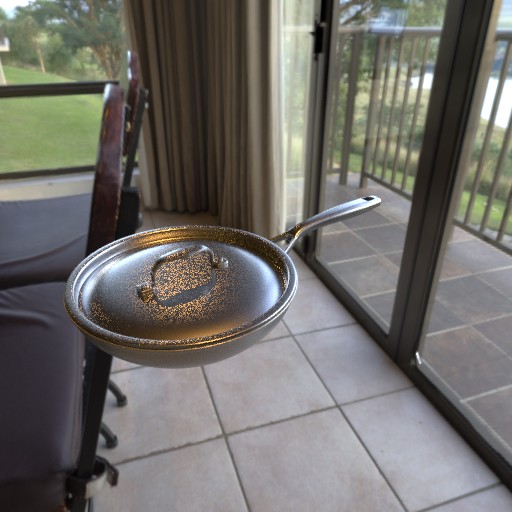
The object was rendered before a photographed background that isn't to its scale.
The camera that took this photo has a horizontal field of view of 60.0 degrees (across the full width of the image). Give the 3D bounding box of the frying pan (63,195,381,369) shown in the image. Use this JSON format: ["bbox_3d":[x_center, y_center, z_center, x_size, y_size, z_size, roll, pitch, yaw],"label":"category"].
[{"bbox_3d":[0.000,0.000,0.596,0.490,0.086,0.272,-20,35,-32],"label":"frying pan"}]
